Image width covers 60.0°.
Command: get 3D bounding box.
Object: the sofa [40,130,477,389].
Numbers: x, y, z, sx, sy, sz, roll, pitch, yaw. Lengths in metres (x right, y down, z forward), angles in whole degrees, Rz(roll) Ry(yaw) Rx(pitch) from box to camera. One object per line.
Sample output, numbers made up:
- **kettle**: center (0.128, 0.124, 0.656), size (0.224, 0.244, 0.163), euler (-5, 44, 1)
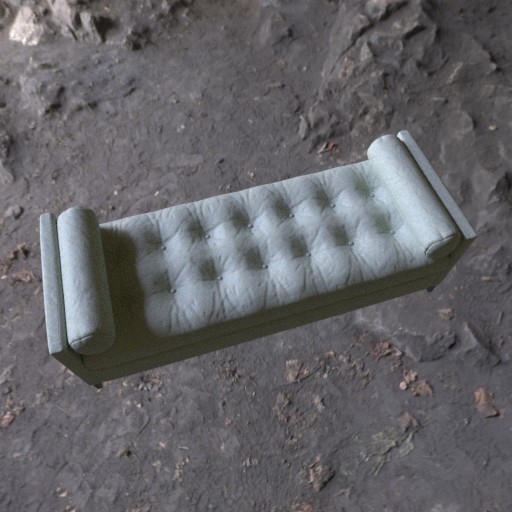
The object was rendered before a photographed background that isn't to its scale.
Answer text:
- **sofa**: center (0.000, 0.000, 2.476), size (2.102, 0.705, 0.796), euler (-15, 61, -8)
